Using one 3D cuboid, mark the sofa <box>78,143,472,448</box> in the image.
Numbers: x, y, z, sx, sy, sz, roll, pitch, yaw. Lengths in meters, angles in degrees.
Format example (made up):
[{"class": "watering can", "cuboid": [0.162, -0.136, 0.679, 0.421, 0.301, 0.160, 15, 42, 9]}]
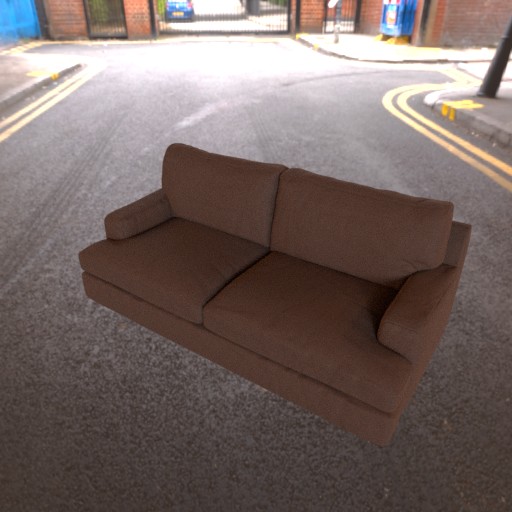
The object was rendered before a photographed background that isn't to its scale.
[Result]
[{"class": "sofa", "cuboid": [0.000, 0.000, 2.820, 2.274, 0.950, 1.140, 19, 35, 29]}]
